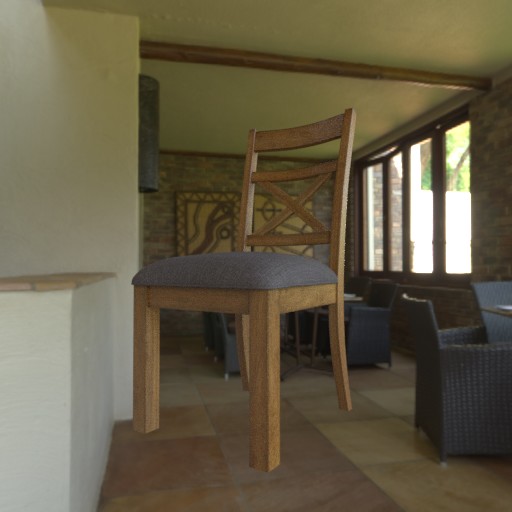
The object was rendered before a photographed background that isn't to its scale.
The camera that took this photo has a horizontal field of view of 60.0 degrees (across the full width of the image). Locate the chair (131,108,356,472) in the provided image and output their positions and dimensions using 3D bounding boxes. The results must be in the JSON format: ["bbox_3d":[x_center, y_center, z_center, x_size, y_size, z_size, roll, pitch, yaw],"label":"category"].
[{"bbox_3d":[0.000,0.000,1.313,0.470,0.949,0.581,-1,-2,35],"label":"chair"}]
